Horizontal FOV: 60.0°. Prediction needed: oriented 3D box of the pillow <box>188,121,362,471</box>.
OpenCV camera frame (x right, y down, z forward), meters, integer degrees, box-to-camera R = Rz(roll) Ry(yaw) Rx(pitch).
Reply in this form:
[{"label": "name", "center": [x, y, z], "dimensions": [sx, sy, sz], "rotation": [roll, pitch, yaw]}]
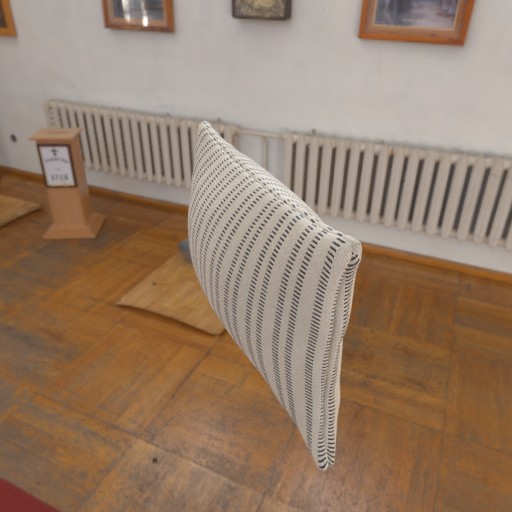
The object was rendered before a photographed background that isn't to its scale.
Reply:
[{"label": "pillow", "center": [0.000, 0.000, 0.793], "dimensions": [0.210, 0.353, 0.640], "rotation": [-10, 30, -18]}]
